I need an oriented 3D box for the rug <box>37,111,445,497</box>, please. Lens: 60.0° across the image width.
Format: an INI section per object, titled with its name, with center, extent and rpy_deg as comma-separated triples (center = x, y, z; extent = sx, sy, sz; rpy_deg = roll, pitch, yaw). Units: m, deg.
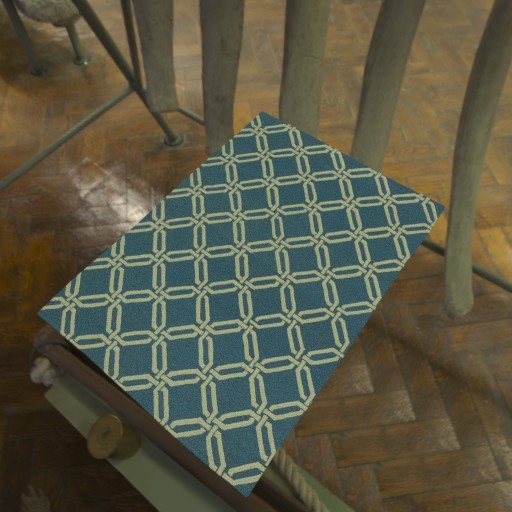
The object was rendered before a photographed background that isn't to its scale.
[rug]
center = 0.000, 0.000, 2.706
extent = 1.524, 0.013, 2.135
rpy_deg = 33, 64, 19
